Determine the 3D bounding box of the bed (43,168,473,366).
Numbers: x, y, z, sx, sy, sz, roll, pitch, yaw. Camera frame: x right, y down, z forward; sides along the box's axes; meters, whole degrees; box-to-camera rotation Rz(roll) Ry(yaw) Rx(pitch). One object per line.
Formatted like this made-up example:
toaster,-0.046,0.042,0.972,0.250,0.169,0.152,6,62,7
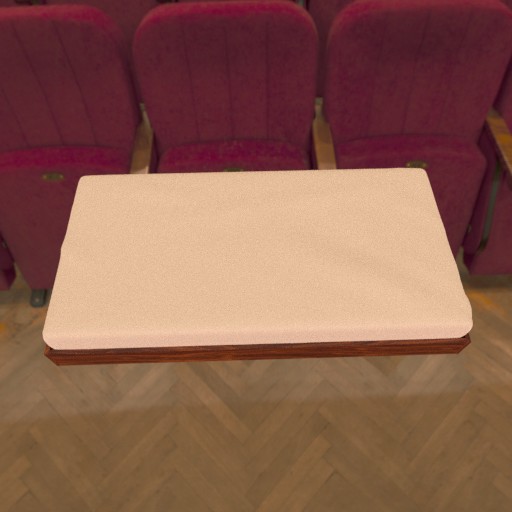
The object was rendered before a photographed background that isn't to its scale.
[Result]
bed,0.000,0.000,2.171,1.860,0.312,0.940,-1,58,-1
